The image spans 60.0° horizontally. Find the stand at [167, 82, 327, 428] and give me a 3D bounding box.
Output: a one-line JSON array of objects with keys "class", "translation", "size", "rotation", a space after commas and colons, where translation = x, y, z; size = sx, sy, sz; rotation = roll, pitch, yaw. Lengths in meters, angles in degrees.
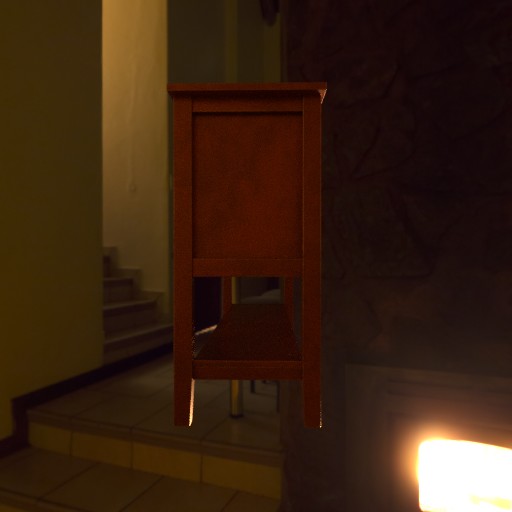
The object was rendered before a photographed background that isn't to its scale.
[{"class": "stand", "translation": [0.000, 0.000, 1.784], "size": [0.410, 0.872, 1.362], "rotation": [0, 0, 2]}]
